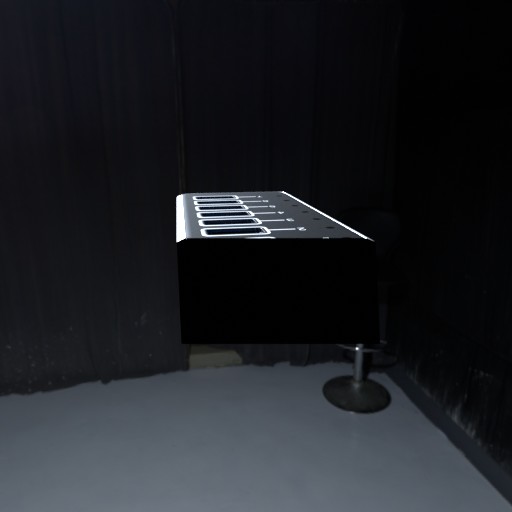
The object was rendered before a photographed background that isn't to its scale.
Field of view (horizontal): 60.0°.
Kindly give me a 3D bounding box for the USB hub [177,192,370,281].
[{"bbox_3d":[0.000,0.000,0.128,0.044,0.023,0.110,-3,16,-9],"label":"USB hub"}]
